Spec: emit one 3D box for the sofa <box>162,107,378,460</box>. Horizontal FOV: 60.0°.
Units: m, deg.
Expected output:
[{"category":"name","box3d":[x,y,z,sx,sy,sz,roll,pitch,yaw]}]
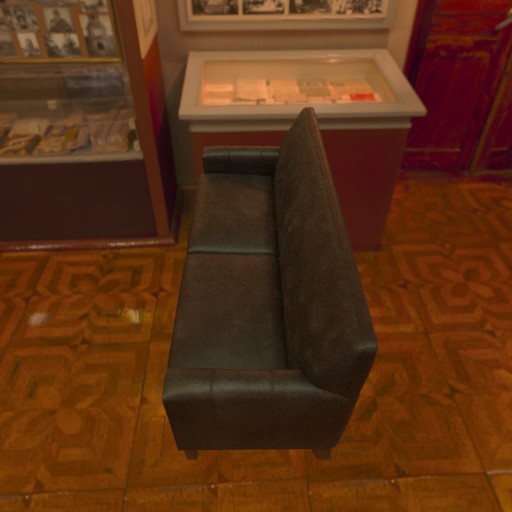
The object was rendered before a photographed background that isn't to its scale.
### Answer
[{"category":"sofa","box3d":[0.000,0.000,2.546,0.805,0.947,2.053,0,41,0]}]
